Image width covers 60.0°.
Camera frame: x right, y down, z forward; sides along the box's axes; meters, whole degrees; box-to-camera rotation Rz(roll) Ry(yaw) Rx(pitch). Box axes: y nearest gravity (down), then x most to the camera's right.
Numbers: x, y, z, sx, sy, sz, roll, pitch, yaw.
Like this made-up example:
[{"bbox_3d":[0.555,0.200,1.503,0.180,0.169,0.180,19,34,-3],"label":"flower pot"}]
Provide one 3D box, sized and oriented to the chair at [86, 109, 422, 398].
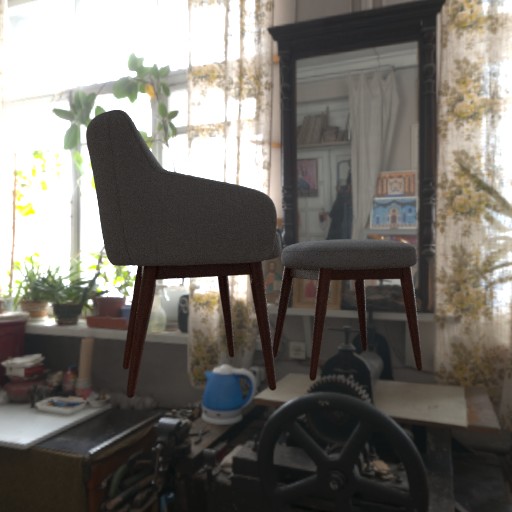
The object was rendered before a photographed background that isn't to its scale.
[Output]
[{"bbox_3d":[0.000,0.000,1.542,1.107,0.799,0.584,0,0,-18],"label":"chair"}]
